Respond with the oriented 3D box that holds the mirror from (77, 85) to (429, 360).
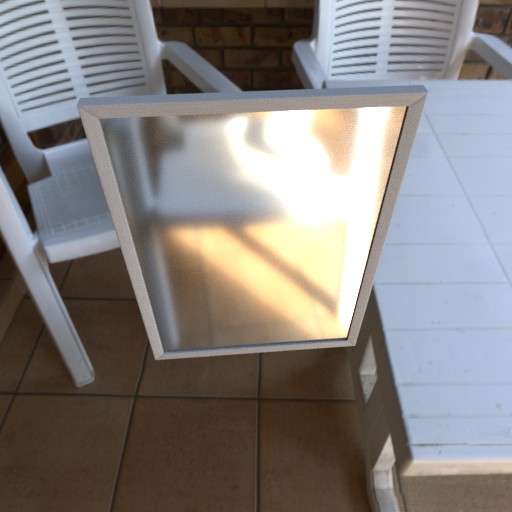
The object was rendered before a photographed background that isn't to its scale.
[{"bbox_3d":[0.000,0.000,1.335,0.762,1.016,0.040,-3,46,-3],"label":"mirror"}]
